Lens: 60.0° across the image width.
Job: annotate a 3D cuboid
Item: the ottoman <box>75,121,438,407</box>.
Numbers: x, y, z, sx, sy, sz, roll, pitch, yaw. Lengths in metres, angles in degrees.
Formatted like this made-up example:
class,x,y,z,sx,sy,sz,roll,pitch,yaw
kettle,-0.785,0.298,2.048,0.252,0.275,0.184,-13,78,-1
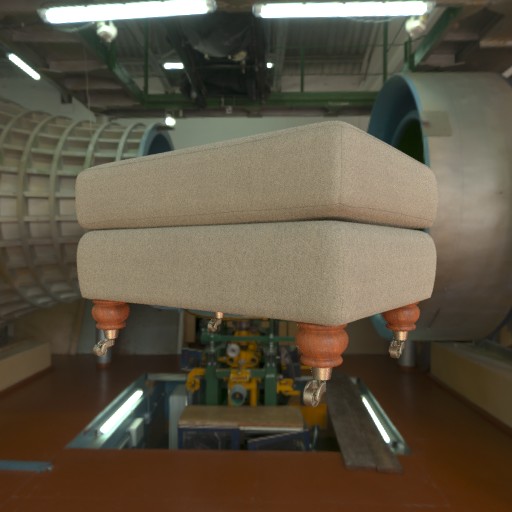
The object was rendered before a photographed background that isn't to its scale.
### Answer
class,x,y,z,sx,sy,sz,roll,pitch,yaw
ottoman,0.000,0.000,1.127,0.773,0.504,0.569,1,1,36
